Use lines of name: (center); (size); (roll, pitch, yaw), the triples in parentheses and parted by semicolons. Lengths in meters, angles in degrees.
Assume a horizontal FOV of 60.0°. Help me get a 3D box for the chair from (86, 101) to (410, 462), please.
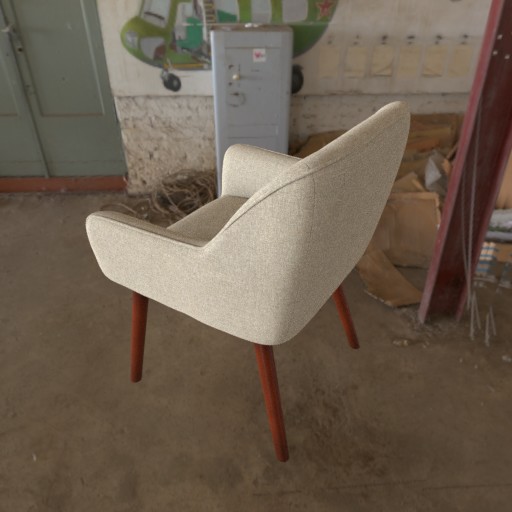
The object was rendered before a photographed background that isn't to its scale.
chair: (0.000, 0.000, 1.211); (0.610, 0.813, 0.610); (20, 38, 27)
